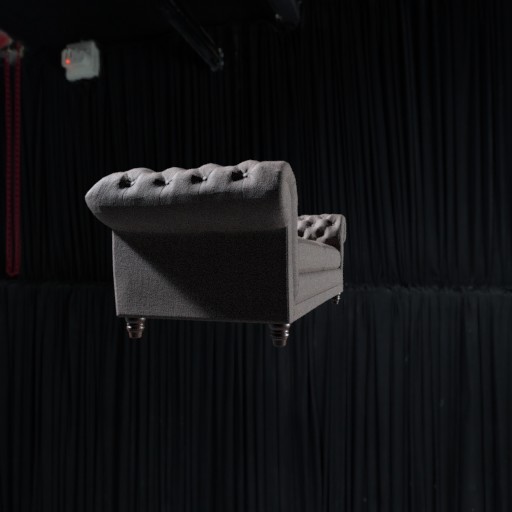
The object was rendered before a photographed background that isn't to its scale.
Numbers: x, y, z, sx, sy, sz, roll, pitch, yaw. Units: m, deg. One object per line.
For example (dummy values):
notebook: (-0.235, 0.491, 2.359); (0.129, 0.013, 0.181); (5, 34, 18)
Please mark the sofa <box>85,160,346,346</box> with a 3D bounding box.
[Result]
sofa: (0.000, 0.000, 2.908); (0.944, 0.787, 2.385); (0, -1, 17)
